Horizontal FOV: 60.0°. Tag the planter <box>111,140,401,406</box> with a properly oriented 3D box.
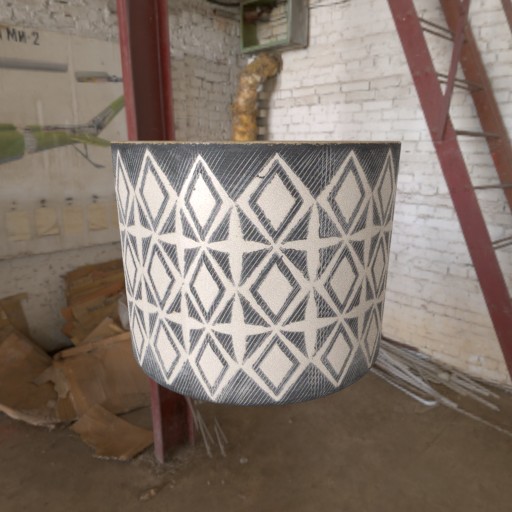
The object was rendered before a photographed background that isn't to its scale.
[{"bbox_3d":[0.000,0.000,0.328,0.192,0.165,0.192,0,14,0],"label":"planter"}]
